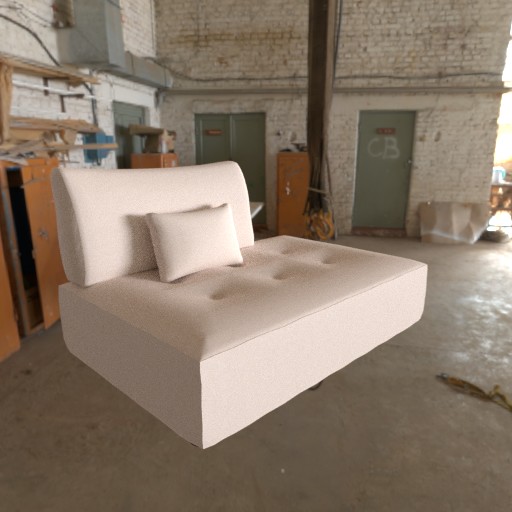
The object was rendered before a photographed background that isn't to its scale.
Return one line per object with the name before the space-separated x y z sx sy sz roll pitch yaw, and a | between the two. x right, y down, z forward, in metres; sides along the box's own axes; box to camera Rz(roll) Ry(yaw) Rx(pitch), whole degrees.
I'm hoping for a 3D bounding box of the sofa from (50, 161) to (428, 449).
sofa | 0.000 0.000 2.042 1.000 0.820 1.450 14 20 43
